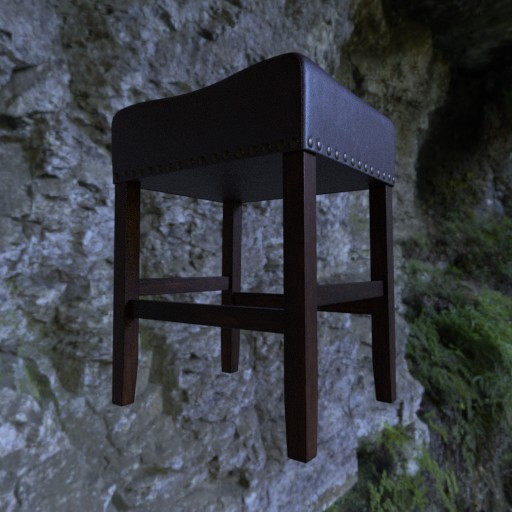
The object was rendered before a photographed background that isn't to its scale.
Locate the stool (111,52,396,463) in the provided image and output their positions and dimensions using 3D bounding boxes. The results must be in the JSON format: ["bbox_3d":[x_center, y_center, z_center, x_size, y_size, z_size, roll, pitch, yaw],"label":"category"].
[{"bbox_3d":[0.000,0.000,0.928,0.465,0.608,0.397,-1,-2,36],"label":"stool"}]
